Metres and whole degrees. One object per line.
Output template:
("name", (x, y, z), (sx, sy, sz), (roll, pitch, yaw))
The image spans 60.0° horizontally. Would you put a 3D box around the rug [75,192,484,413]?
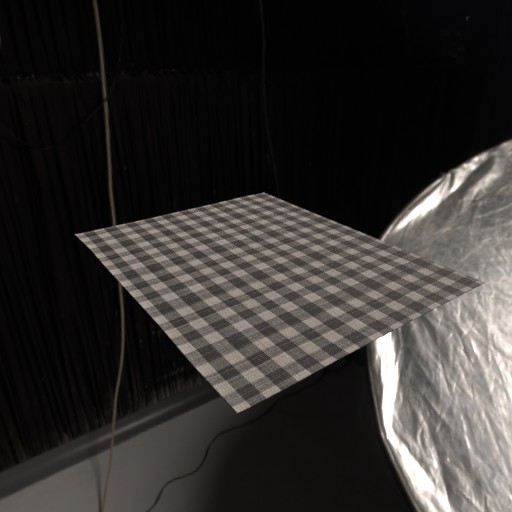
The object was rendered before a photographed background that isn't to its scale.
("rug", (0.000, 0.000, 4.087), (2.432, 0.013, 3.021), (-17, 30, -32))
